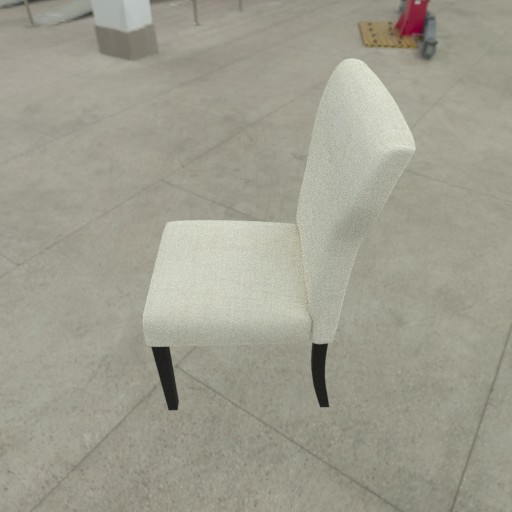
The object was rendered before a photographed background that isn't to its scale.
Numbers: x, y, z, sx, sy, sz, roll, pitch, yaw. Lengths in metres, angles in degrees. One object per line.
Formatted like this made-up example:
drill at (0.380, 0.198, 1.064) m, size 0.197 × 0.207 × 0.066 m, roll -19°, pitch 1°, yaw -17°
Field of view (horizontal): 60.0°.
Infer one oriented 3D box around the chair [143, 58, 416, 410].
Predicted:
chair at (0.000, 0.000, 1.254) m, size 0.597 × 0.921 × 0.509 m, roll 0°, pitch 40°, yaw -1°
